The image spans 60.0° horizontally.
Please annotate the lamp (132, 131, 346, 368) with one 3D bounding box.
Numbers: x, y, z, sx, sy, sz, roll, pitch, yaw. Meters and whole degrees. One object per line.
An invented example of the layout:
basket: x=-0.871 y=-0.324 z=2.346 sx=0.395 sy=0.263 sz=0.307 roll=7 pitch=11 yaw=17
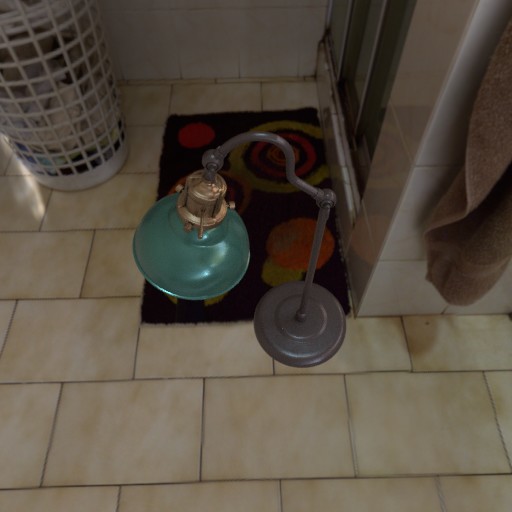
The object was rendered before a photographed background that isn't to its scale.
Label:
lamp: x=0.000 y=0.000 z=0.711 sx=0.374 sy=0.508 sz=0.192 roll=1 pitch=57 yaw=0
